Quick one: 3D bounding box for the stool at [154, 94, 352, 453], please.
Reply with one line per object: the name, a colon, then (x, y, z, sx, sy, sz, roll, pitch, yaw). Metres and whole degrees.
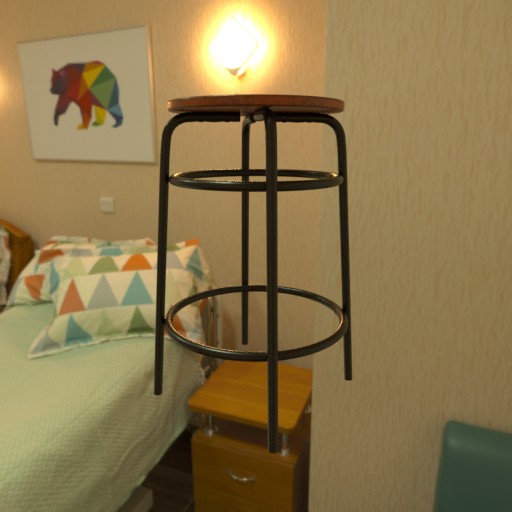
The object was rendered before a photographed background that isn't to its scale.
stool: (0.000, 0.000, 0.930, 0.455, 0.610, 0.455, -2, 15, -8)
